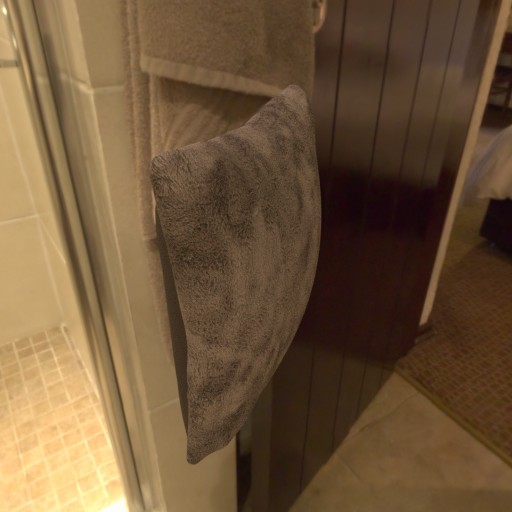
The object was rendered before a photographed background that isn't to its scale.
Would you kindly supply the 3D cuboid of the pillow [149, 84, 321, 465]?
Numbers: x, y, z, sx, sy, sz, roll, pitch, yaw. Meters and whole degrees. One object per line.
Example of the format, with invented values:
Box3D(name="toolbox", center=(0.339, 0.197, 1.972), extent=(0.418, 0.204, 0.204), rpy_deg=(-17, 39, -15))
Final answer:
Box3D(name="pillow", center=(0.000, 0.000, 0.785), extent=(0.204, 0.520, 0.522), rpy_deg=(10, 33, 17))
